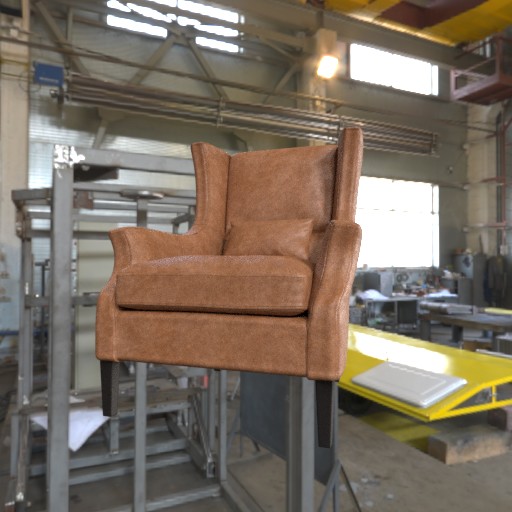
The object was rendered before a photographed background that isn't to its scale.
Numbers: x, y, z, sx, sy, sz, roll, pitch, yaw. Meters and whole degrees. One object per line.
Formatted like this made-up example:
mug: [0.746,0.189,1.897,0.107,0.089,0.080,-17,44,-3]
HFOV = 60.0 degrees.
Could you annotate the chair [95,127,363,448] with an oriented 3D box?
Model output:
chair: [0.000,0.000,1.687,0.853,1.016,0.926,0,-1,20]
